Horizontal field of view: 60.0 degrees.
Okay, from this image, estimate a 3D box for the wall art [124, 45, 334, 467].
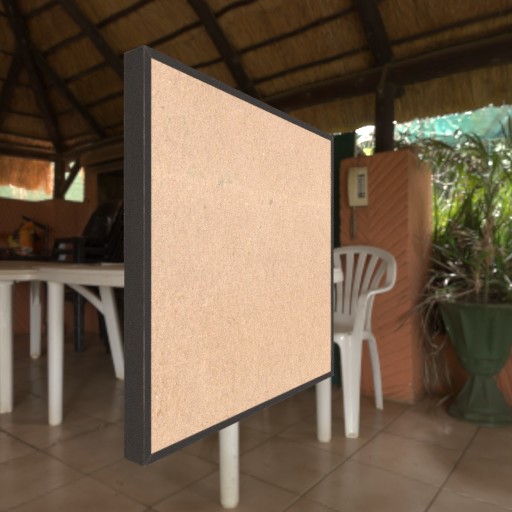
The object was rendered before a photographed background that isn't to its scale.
[{"bbox_3d":[0.000,0.000,0.749,0.038,0.508,0.508,0,0,36],"label":"wall art"}]
